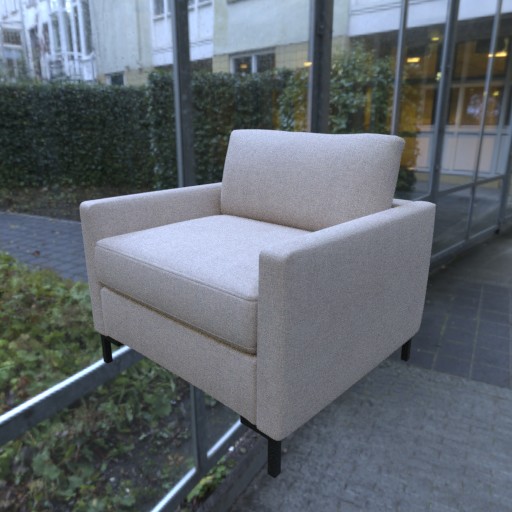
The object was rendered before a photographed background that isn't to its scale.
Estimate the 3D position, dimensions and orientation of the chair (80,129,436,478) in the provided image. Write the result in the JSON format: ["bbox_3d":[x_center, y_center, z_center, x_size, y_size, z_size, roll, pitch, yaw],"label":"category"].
[{"bbox_3d":[0.000,0.000,1.598,0.963,0.861,0.866,15,23,40],"label":"chair"}]
